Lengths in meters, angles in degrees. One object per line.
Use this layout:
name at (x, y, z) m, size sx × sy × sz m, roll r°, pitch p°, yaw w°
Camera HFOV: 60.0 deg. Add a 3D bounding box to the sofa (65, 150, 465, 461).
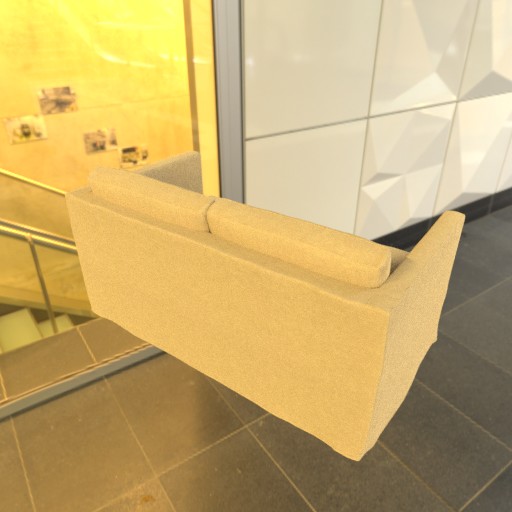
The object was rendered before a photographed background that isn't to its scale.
sofa at (0.000, 0.000, 2.244) m, size 1.719 × 0.835 × 0.962 m, roll 20°, pitch 35°, yaw 31°
